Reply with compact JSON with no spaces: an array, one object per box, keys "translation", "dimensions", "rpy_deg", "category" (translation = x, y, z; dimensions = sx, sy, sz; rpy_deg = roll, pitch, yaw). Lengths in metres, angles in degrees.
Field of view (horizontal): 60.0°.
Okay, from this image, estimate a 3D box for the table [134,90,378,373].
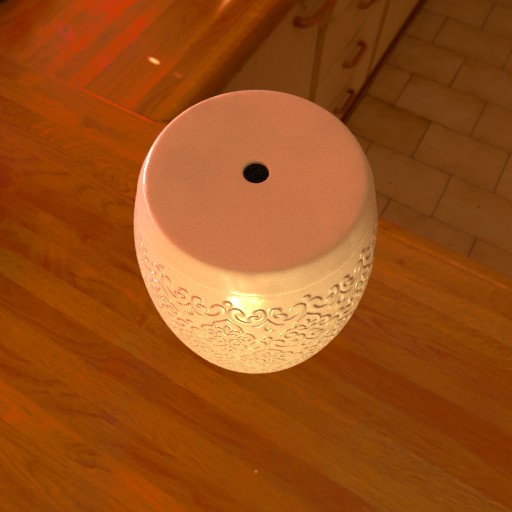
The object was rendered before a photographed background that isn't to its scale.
[{"translation":[0.000,0.000,0.628],"dimensions":[0.309,0.397,0.309],"rpy_deg":[0,64,0],"category":"table"}]
